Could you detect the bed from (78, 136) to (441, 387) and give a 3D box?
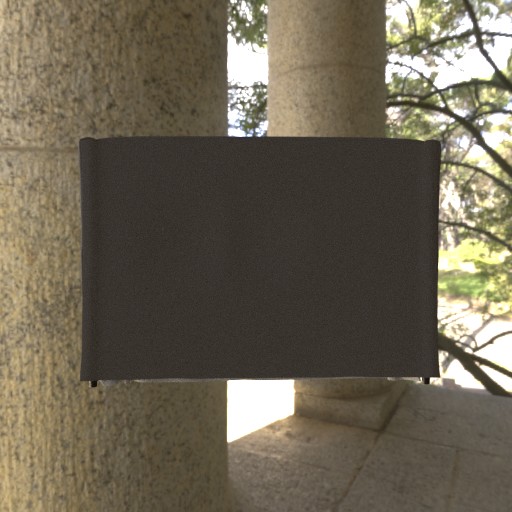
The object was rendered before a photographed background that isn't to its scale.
[{"bbox_3d":[0.000,0.000,3.450,1.925,1.332,2.276,0,2,-2],"label":"bed"}]
